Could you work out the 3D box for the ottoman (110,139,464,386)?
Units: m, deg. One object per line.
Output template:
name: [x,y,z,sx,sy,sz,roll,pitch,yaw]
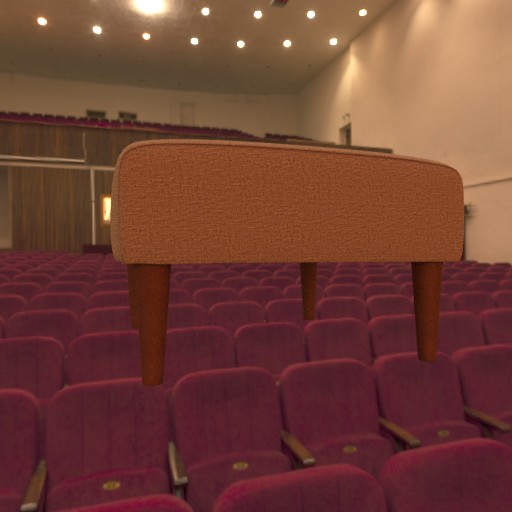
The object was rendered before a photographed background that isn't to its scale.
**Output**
ottoman: [0.000,0.000,1.039,0.649,0.398,0.650,0,0,-17]
